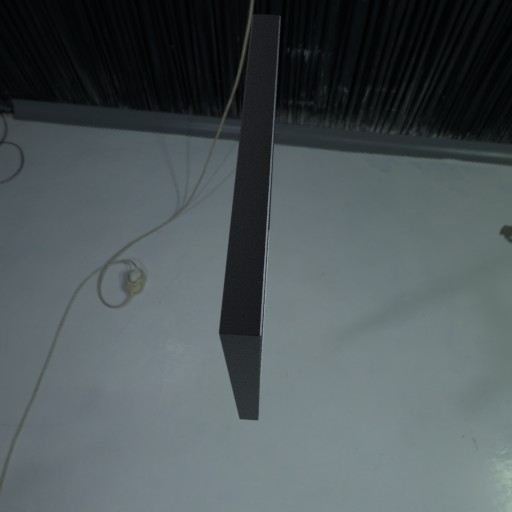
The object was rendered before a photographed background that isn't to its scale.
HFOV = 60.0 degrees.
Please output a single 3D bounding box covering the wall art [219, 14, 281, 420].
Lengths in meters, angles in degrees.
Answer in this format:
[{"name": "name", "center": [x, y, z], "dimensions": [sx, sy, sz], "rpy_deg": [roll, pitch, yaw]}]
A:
[{"name": "wall art", "center": [0.000, 0.000, 0.743], "dimensions": [0.039, 0.555, 0.449], "rpy_deg": [3, 62, 2]}]
